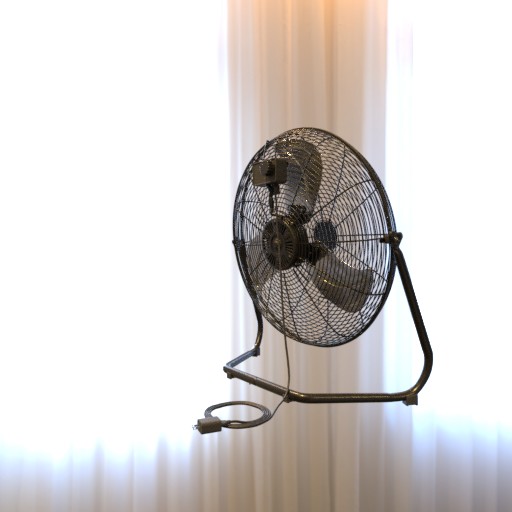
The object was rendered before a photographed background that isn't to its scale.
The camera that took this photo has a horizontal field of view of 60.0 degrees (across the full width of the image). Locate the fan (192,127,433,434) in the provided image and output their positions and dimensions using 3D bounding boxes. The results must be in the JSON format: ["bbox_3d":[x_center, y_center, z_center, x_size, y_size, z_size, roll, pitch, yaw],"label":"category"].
[{"bbox_3d":[0.000,0.000,1.004,0.470,0.605,0.595,0,0,-36],"label":"fan"}]
